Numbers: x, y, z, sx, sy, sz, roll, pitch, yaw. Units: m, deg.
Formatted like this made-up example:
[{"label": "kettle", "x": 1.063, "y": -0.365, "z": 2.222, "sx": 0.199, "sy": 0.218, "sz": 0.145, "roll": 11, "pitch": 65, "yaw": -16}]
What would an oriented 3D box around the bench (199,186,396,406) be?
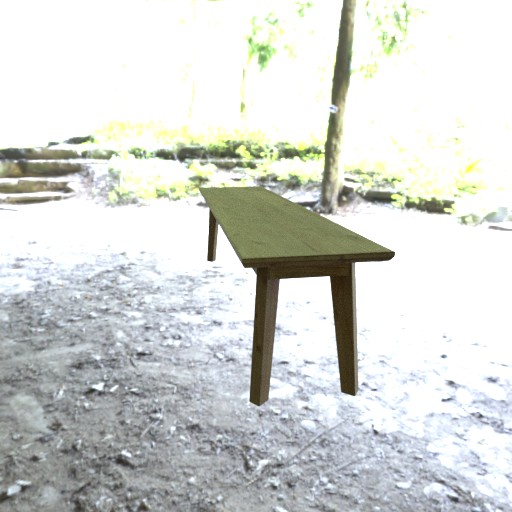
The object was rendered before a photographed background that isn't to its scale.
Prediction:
[{"label": "bench", "x": 0.000, "y": 0.000, "z": 1.904, "sx": 0.378, "sy": 0.431, "sz": 1.698, "roll": -3, "pitch": 15, "yaw": -10}]
